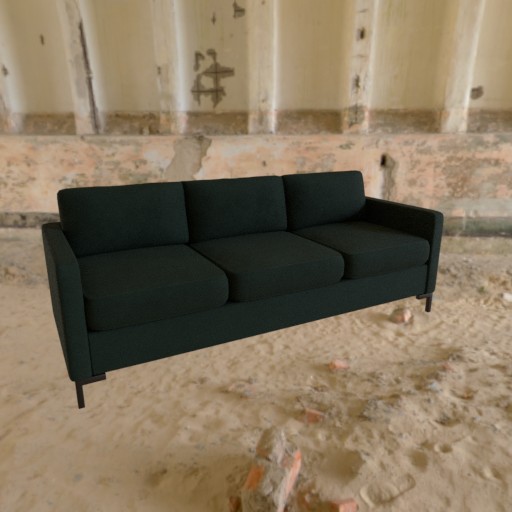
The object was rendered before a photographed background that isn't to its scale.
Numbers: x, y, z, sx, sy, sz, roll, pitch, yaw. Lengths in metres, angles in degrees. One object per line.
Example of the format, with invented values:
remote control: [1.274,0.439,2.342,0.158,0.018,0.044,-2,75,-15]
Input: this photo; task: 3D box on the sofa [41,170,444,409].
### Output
sofa: [0.000,0.000,2.628,2.218,0.870,0.859,-9,19,-27]
